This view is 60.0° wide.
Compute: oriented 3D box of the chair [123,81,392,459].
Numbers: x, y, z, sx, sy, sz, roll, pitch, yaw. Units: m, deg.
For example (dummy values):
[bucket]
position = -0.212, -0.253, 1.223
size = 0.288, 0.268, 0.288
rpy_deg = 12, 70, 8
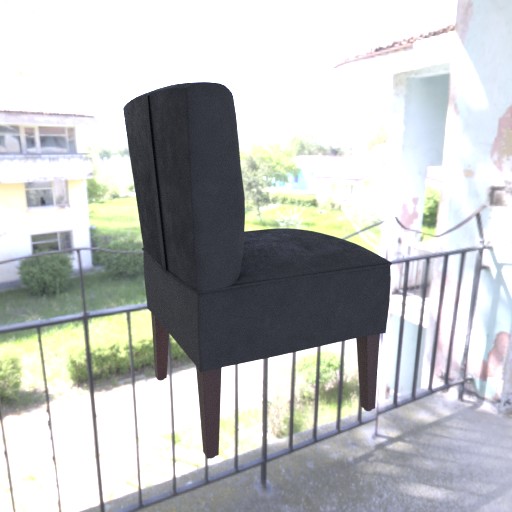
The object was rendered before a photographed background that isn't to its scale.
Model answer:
[chair]
position = 0.000, 0.000, 1.177
size = 0.554, 0.806, 0.521
rpy_deg = -8, 16, -27
